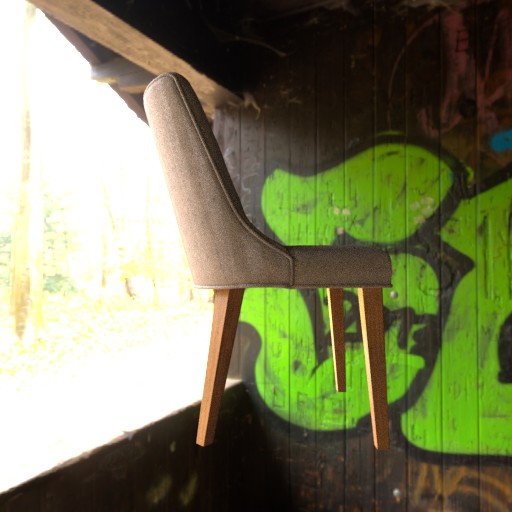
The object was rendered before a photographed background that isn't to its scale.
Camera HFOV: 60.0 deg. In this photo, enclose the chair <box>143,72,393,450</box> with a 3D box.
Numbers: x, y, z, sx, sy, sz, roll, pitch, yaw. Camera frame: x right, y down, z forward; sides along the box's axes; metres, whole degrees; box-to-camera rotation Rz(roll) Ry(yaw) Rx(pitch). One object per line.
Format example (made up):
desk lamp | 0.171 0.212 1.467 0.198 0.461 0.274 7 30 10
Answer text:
chair | 0.000 0.000 1.293 0.636 0.916 0.548 0 -1 -1
